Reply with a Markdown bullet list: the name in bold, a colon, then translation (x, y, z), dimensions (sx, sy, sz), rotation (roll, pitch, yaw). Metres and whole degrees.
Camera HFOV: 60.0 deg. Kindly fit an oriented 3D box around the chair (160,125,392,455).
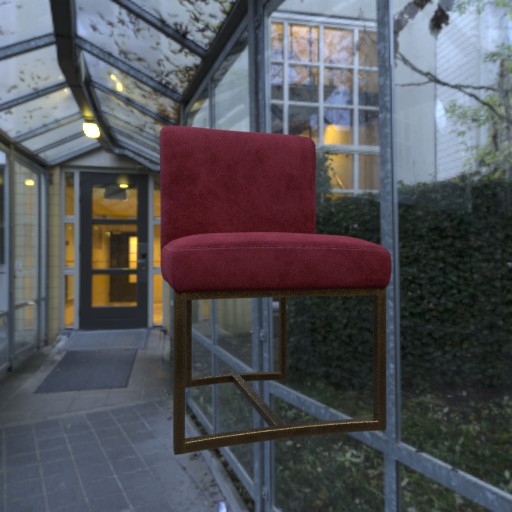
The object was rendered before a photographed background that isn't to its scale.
- **chair**: translation (0.000, 0.000, 1.230), dimensions (0.530, 0.824, 0.560), rotation (0, 0, -16)
